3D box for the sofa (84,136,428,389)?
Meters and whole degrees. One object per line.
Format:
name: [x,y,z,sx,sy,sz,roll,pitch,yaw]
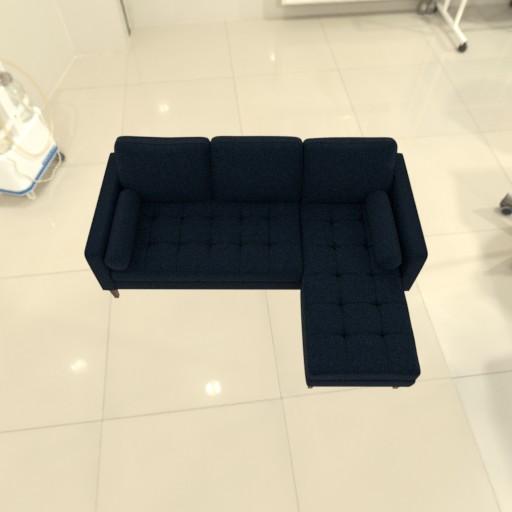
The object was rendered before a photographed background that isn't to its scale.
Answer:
sofa: [0.000,0.000,2.961,2.185,0.841,1.613,0,57,0]
